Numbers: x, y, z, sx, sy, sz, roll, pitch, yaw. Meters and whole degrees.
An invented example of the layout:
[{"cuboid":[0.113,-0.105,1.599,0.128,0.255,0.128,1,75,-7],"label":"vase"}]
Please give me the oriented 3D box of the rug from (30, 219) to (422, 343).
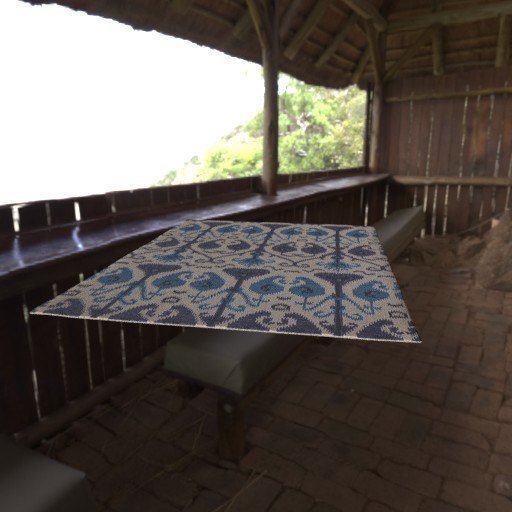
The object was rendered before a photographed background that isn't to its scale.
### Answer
[{"cuboid":[0.000,0.000,4.201,2.443,0.024,3.228,3,16,9],"label":"rug"}]
